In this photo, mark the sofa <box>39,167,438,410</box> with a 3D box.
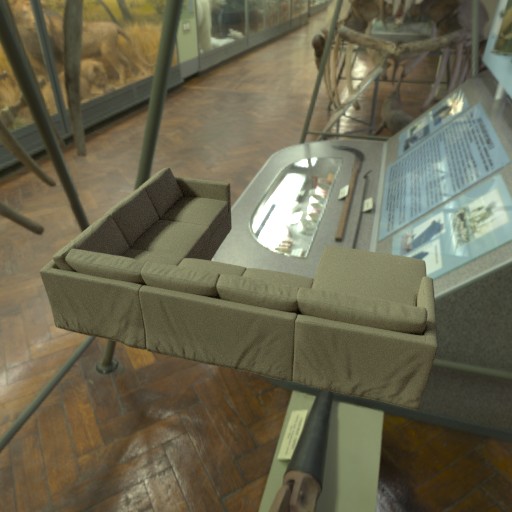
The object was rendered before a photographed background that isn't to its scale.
[{"bbox_3d":[0.000,0.000,4.748,3.528,0.878,2.476,9,33,14],"label":"sofa"}]
